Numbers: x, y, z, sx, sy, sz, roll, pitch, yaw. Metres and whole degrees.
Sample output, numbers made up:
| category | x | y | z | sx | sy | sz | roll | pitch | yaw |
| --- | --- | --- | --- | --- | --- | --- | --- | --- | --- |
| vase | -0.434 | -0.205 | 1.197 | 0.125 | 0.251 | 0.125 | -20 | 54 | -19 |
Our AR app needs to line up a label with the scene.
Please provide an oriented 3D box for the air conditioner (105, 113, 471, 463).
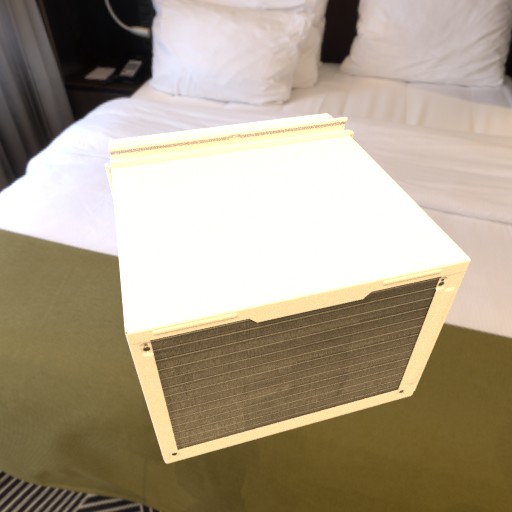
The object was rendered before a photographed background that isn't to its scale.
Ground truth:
| category | x | y | z | sx | sy | sz | roll | pitch | yaw |
| --- | --- | --- | --- | --- | --- | --- | --- | --- | --- |
| air conditioner | 0.000 | 0.000 | 0.883 | 0.503 | 0.388 | 0.546 | -11 | 42 | -12 |
